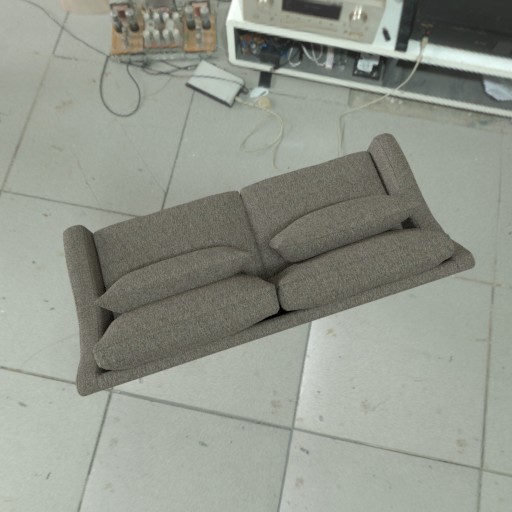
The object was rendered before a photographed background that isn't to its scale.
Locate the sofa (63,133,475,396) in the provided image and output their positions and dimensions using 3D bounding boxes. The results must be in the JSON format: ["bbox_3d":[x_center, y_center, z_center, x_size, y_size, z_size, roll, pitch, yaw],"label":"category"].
[{"bbox_3d":[0.000,0.000,2.980,2.418,0.998,1.103,-17,76,-5],"label":"sofa"}]
